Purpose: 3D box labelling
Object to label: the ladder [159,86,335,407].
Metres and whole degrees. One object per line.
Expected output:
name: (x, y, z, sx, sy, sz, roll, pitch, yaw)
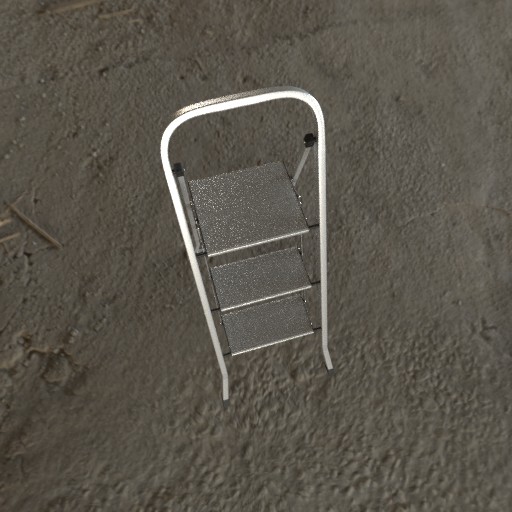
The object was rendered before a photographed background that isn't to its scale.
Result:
ladder: (0.000, 0.000, 1.436, 0.465, 1.070, 0.704, -14, 65, -7)
